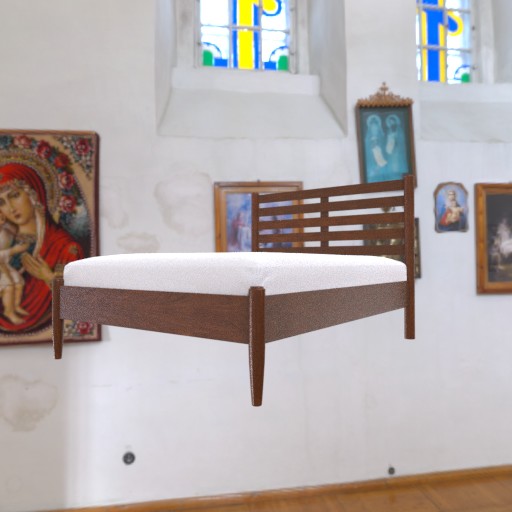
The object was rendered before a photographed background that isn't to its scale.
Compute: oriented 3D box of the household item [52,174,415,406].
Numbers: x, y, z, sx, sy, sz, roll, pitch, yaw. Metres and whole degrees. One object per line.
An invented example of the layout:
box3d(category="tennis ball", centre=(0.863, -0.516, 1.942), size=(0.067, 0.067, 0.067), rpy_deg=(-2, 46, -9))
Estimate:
box3d(category="household item", centre=(0.000, 0.000, 3.269), size=(1.663, 1.356, 2.232), rpy_deg=(-1, -1, 36))
